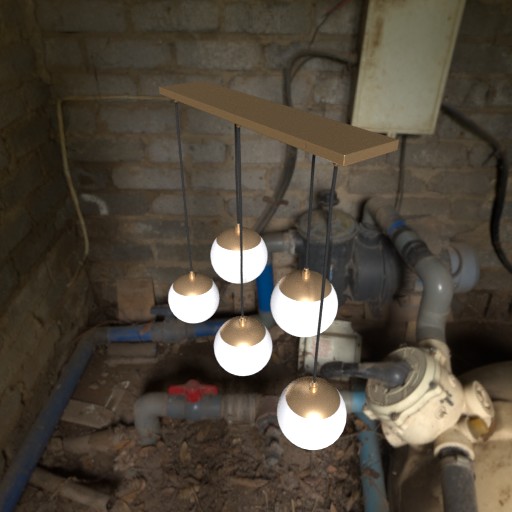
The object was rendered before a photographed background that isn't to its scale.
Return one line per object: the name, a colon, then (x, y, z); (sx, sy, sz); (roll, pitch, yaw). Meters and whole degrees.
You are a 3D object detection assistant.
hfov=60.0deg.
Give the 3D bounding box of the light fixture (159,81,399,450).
light fixture: (0.000, 0.000, 1.337); (0.299, 0.869, 0.863); (-21, 38, -30)
